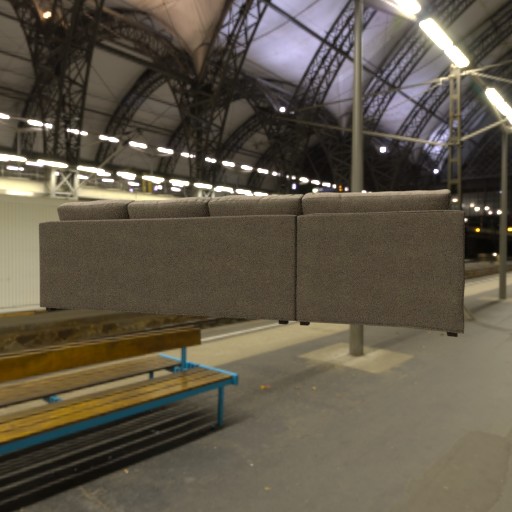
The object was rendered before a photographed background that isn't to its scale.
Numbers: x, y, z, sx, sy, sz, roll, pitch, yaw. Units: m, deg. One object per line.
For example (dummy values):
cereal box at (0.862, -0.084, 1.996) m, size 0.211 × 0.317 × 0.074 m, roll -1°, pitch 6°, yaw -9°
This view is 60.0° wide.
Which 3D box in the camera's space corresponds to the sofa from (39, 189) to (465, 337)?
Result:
sofa at (0.000, 0.000, 3.863) m, size 3.205 × 0.922 × 1.650 m, roll 0°, pitch 1°, yaw 19°
